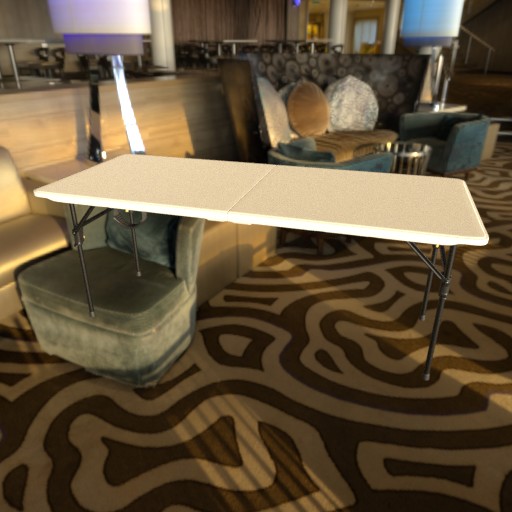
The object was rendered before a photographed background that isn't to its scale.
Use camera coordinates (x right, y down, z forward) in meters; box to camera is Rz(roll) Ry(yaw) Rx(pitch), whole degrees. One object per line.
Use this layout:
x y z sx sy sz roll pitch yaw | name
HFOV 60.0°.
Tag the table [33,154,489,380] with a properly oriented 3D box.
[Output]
0.000 0.000 2.163 1.829 0.719 0.761 8 27 15 | table
